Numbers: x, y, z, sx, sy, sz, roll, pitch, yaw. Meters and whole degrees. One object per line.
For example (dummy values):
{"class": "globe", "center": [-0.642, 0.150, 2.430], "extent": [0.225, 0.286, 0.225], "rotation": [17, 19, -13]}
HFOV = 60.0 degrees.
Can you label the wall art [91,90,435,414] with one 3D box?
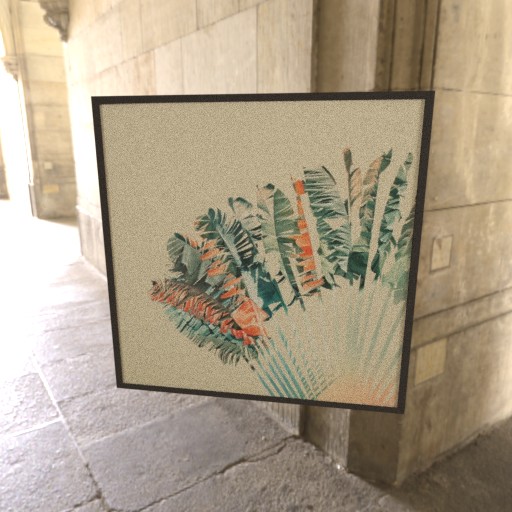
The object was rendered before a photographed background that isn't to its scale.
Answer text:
{"class": "wall art", "center": [0.000, 0.000, 0.440], "extent": [0.302, 0.300, 0.036], "rotation": [2, 15, 9]}
